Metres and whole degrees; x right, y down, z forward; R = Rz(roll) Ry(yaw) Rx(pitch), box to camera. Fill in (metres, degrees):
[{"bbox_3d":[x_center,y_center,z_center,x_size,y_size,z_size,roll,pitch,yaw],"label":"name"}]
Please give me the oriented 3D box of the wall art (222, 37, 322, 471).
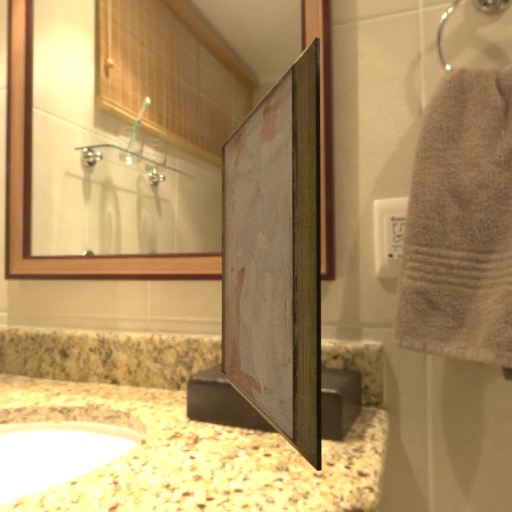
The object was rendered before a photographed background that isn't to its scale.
[{"bbox_3d":[0.000,0.000,0.646,0.023,0.457,0.381,1,-2,-18],"label":"wall art"}]
